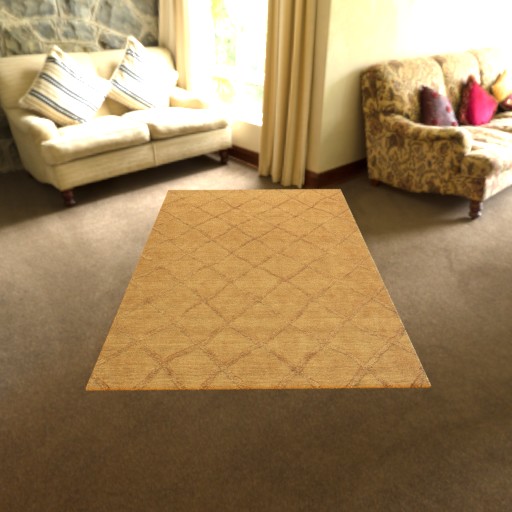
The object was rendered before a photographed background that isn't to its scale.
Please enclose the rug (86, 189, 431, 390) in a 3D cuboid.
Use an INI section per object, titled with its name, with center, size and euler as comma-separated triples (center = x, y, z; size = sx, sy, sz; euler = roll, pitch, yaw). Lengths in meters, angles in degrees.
[rug]
center = 0.000, 0.000, 2.944
size = 1.528, 0.014, 2.292
euler = 0, 31, -1
